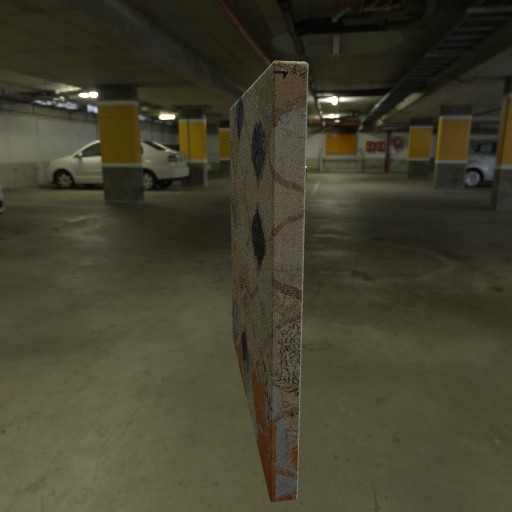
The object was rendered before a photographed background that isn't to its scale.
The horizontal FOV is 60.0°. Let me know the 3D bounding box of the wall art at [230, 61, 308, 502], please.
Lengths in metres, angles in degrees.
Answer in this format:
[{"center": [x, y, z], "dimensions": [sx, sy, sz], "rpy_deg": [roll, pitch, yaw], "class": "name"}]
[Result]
[{"center": [0.000, 0.000, 0.733], "dimensions": [0.038, 0.508, 0.507], "rpy_deg": [-2, 13, -8], "class": "wall art"}]
